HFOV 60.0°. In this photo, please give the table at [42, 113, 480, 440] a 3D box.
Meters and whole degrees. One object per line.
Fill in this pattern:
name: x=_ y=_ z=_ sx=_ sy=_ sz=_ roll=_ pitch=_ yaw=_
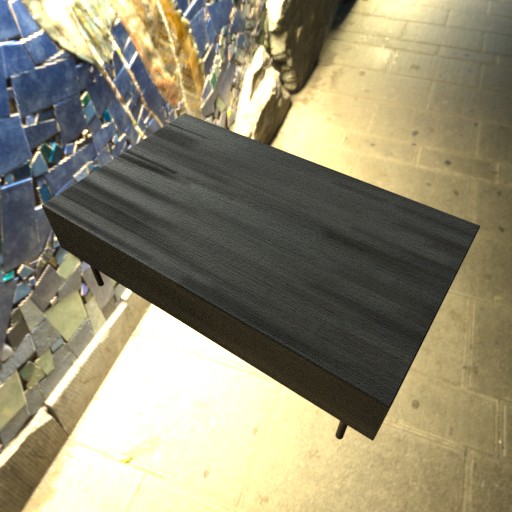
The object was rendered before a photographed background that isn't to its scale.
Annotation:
table: x=0.000 y=0.000 z=1.397 sx=1.088 sy=0.347 sz=0.643 roll=27 pitch=53 yaw=23
